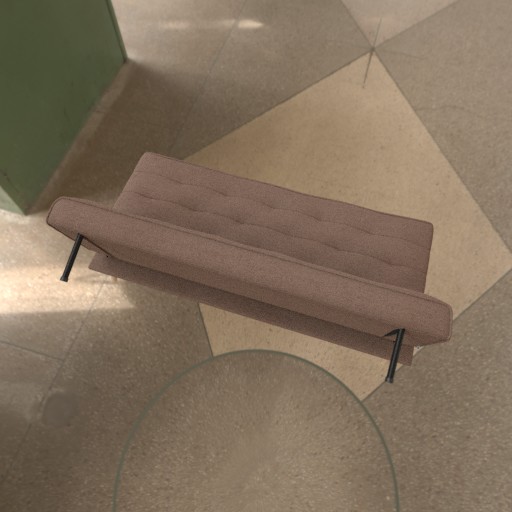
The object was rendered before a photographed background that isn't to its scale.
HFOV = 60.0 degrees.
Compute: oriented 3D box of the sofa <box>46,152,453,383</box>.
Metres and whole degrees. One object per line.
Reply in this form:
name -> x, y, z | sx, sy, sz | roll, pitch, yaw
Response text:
sofa -> 0.000, 0.000, 2.330 | 1.820, 0.810, 1.038 | 16, 63, 8
